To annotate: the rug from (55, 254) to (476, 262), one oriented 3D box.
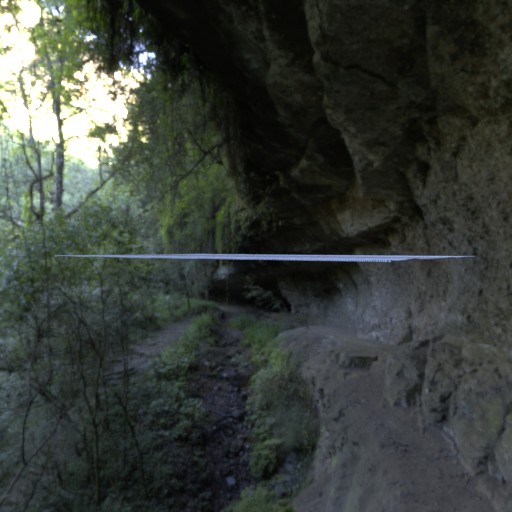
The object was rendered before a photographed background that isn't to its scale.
[{"bbox_3d":[0.000,0.000,3.010,2.440,0.012,1.522,1,1,37],"label":"rug"}]
